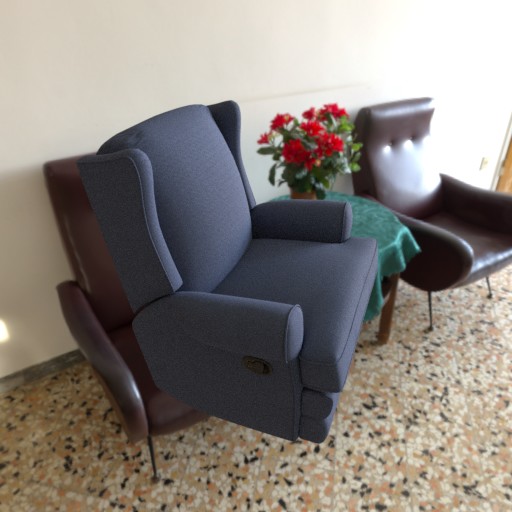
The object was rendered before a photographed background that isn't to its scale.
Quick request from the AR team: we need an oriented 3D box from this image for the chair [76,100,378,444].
[{"bbox_3d":[0.000,0.000,1.717,0.877,1.020,0.971,11,33,18],"label":"chair"}]
